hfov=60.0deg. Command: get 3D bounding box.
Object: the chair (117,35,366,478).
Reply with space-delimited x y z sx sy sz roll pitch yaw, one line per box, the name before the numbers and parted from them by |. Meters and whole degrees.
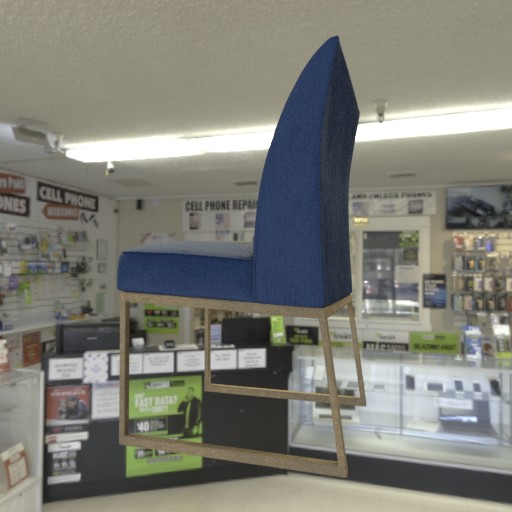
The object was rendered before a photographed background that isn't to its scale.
chair | 0.000 0.000 1.162 0.522 0.863 0.508 0 -2 18
